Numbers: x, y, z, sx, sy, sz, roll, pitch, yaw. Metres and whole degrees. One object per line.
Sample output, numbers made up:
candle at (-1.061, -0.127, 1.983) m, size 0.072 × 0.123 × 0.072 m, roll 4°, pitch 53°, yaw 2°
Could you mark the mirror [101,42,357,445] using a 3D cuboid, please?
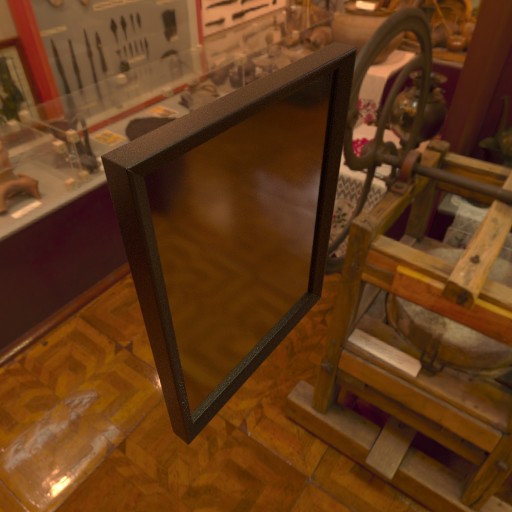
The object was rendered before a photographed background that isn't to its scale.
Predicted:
mirror at (0.000, 0.000, 0.670) m, size 0.041 × 0.509 × 0.406 m, roll 27°, pitch 49°, yaw 27°
